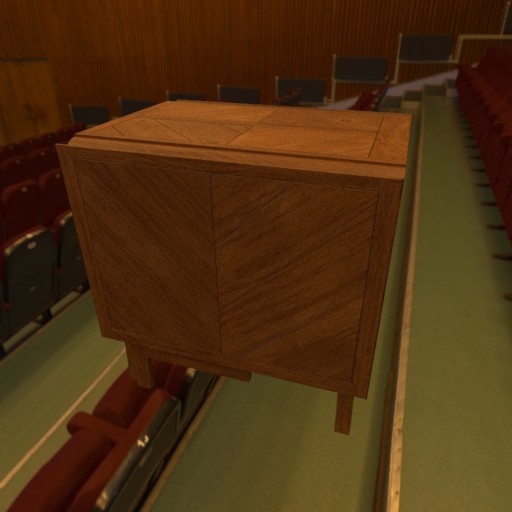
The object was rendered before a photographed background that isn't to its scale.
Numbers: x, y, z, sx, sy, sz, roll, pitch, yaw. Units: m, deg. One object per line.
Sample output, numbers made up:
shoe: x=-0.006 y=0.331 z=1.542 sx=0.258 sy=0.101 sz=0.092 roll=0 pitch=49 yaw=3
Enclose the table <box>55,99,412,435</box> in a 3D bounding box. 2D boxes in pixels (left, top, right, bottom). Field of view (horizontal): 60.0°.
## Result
table: x=0.000 y=0.000 z=1.309 sx=0.746 sy=0.763 sz=0.591 roll=9 pitch=30 yaw=16
